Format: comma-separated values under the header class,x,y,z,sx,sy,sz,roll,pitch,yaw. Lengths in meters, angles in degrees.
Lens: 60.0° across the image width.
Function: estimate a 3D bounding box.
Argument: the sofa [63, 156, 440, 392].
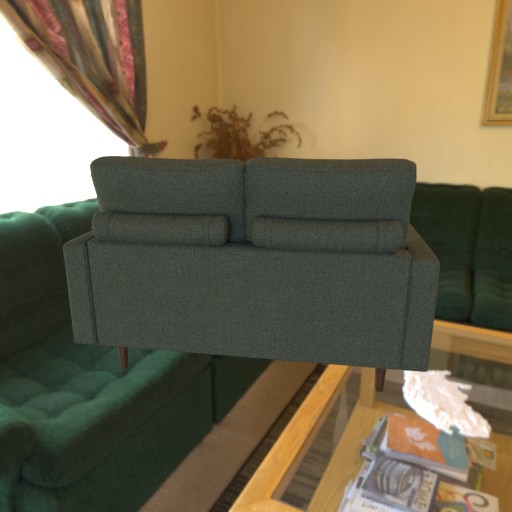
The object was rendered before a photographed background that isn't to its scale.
class,x,y,z,sx,sy,sz,roll,pitch,yaw
sofa,0.000,0.000,2.006,1.407,0.907,0.842,3,16,9
